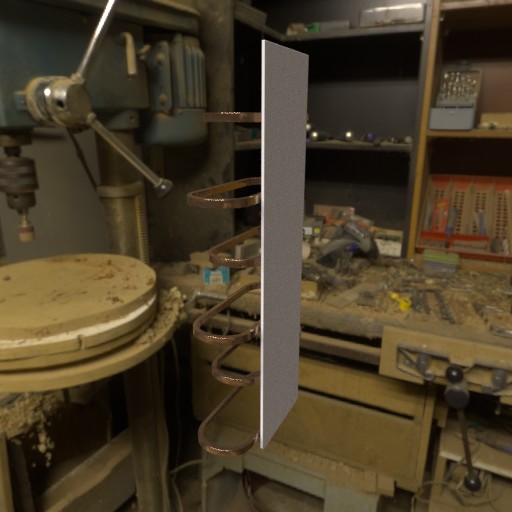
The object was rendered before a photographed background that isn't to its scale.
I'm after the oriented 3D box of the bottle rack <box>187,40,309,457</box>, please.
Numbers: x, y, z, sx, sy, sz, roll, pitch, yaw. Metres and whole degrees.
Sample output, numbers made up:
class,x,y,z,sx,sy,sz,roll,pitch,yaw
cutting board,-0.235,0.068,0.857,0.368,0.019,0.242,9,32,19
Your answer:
class,x,y,z,sx,sy,sz,roll,pitch,yaw
bottle rack,0.000,0.000,0.837,0.118,0.709,0.332,8,19,25
